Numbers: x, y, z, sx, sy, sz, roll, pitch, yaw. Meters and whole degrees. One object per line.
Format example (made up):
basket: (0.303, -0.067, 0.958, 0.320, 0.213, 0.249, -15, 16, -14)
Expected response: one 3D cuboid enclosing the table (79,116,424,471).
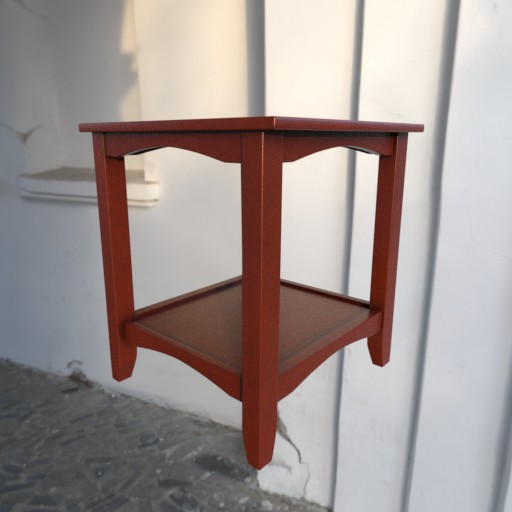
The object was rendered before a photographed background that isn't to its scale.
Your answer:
table: (0.000, 0.000, 0.977, 0.522, 0.558, 0.523, 14, 20, 42)
